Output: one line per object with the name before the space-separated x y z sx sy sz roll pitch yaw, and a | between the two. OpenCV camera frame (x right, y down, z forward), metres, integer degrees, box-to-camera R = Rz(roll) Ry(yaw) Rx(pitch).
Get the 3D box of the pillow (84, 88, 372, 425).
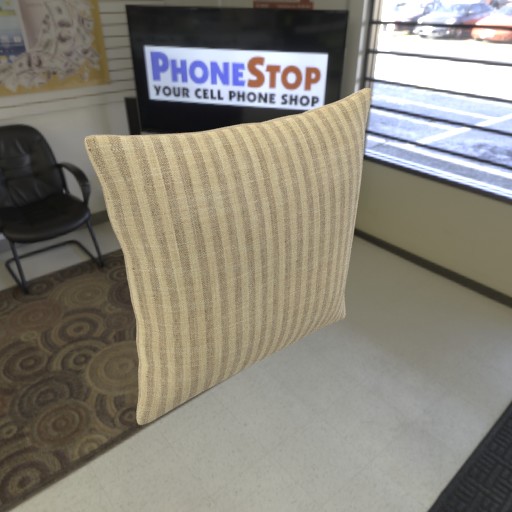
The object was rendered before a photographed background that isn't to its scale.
pillow | 0.000 0.000 0.787 0.523 0.510 0.166 -21 37 -31
